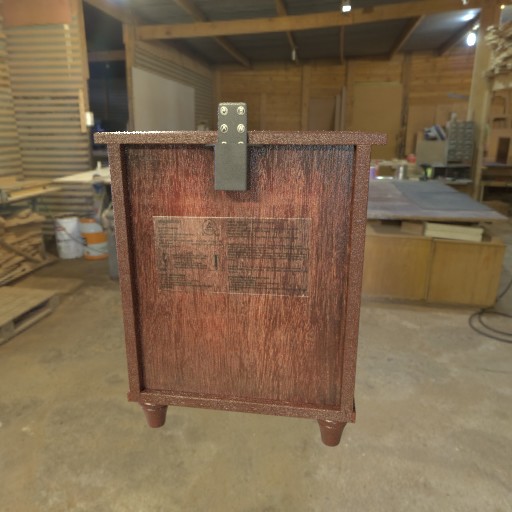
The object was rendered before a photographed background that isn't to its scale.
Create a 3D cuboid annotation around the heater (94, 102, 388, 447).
[{"bbox_3d":[0.000,0.000,0.762,0.362,0.481,0.400,2,16,8],"label":"heater"}]
